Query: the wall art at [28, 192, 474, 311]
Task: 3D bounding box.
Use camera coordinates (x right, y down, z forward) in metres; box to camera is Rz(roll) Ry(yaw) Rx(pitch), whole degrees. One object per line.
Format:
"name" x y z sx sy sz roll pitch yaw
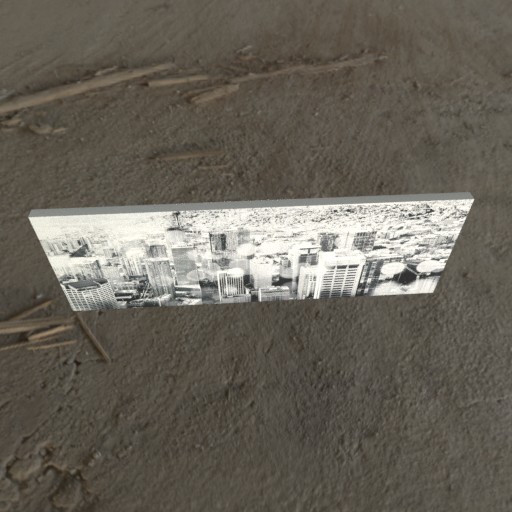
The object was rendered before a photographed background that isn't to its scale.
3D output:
"wall art" 0.000 0.000 1.702 1.520 0.507 0.044 -3 45 -3
